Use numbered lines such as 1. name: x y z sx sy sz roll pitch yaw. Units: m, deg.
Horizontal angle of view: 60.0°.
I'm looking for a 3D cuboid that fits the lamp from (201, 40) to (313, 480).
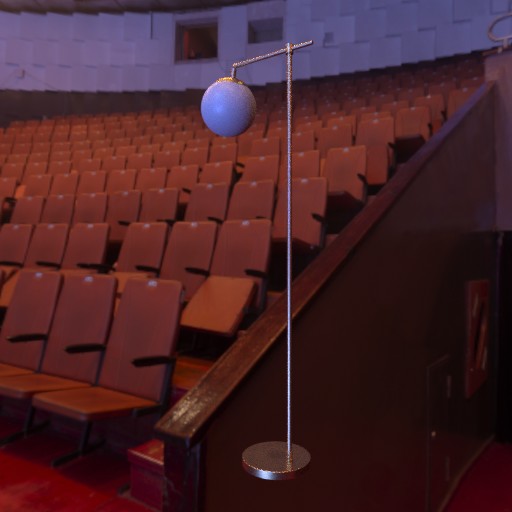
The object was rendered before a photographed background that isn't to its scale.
1. lamp: 0.000 0.000 1.664 0.476 1.505 0.249 0 0 35
